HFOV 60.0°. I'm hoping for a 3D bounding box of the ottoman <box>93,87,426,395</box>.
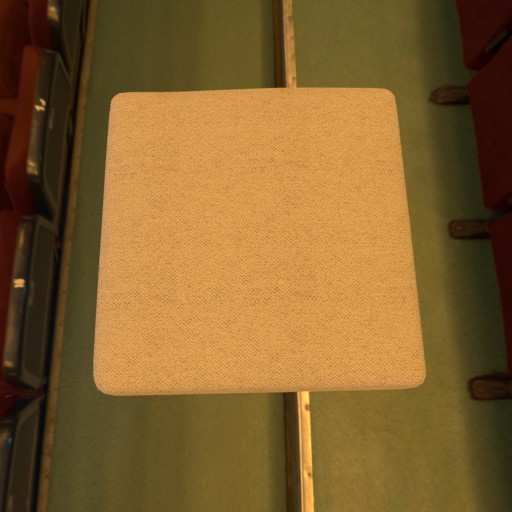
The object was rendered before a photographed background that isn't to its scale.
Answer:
[{"bbox_3d":[0.000,0.000,0.904,0.512,0.453,0.521,-1,76,0],"label":"ottoman"}]
